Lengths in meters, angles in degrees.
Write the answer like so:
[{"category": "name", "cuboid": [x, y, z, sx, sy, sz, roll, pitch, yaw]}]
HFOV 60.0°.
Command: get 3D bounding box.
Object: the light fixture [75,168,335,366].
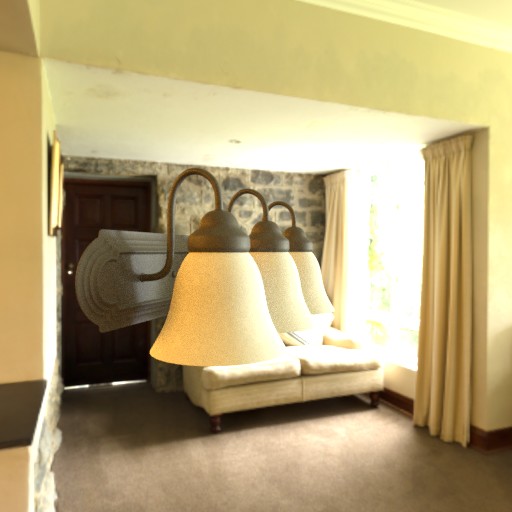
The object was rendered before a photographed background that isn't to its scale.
[{"category": "light fixture", "cuboid": [0.000, 0.000, 0.726, 0.199, 0.222, 0.610, 0, 1, 19]}]
